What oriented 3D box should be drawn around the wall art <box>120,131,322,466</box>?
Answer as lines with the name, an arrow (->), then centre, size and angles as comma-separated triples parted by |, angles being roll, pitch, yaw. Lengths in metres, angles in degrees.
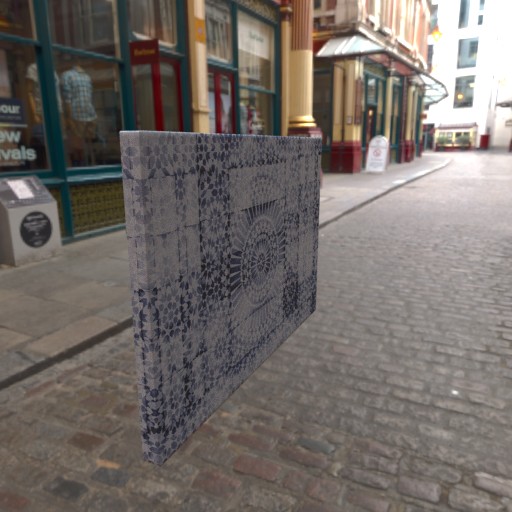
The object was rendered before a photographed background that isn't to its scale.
wall art -> 0.000, 0.000, 0.775 | 0.030, 0.406, 0.608 | 7, 16, 25
